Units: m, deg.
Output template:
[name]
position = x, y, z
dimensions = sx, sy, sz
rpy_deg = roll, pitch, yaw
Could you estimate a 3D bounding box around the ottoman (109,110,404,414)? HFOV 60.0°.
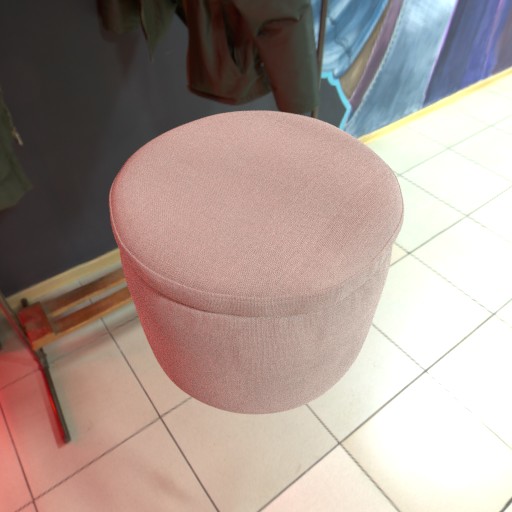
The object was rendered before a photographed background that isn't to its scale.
[ottoman]
position = 0.000, 0.000, 0.877
dimensions = 0.497, 0.409, 0.497
rpy_deg = 0, 46, 0
